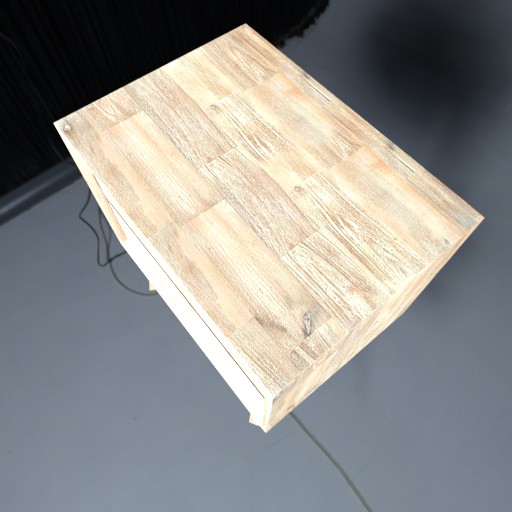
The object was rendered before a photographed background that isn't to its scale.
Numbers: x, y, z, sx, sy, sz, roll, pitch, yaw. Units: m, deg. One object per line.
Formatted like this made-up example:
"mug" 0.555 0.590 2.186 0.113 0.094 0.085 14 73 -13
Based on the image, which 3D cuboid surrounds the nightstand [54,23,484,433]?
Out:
"nightstand" 0.000 0.000 0.936 0.396 0.589 0.552 -36 68 -17
